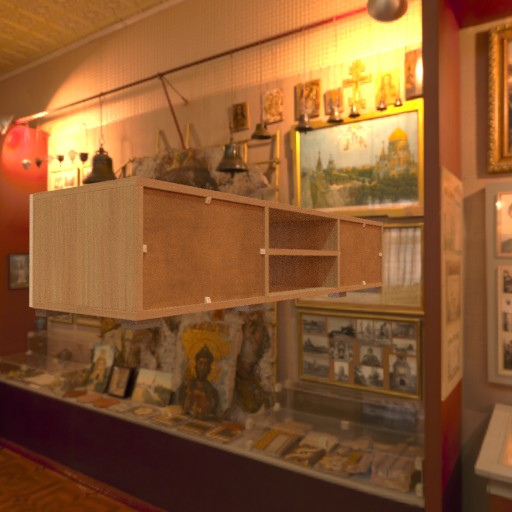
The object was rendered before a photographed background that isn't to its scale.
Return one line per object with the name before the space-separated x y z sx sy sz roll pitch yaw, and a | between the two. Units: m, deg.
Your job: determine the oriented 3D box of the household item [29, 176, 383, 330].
household item | 0.000 0.000 1.577 0.420 0.310 1.400 0 -1 36
